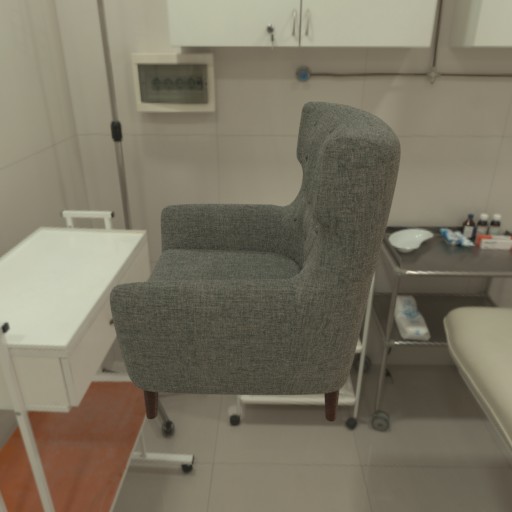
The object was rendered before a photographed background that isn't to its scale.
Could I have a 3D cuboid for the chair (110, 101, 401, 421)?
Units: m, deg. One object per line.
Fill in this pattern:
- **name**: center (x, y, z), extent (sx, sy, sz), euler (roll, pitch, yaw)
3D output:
- **chair**: center (0.000, 0.000, 1.724), extent (0.904, 1.063, 0.878), euler (0, 25, 1)
